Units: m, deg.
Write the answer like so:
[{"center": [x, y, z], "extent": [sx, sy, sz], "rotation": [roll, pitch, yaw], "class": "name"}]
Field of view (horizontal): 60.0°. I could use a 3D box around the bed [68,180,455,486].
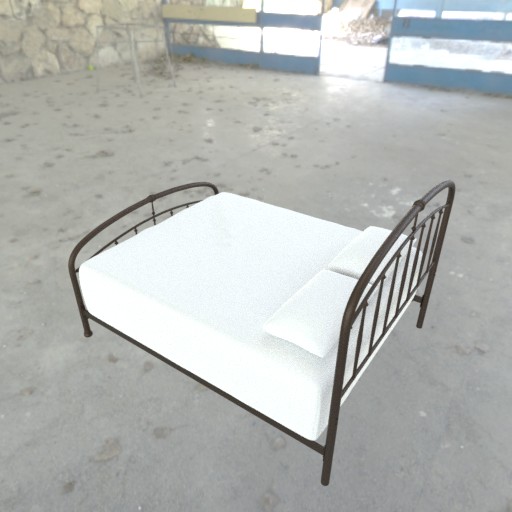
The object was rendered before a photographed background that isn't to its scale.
[{"center": [0.000, 0.000, 3.227], "extent": [2.180, 1.425, 1.711], "rotation": [20, 37, 30], "class": "bed"}]
